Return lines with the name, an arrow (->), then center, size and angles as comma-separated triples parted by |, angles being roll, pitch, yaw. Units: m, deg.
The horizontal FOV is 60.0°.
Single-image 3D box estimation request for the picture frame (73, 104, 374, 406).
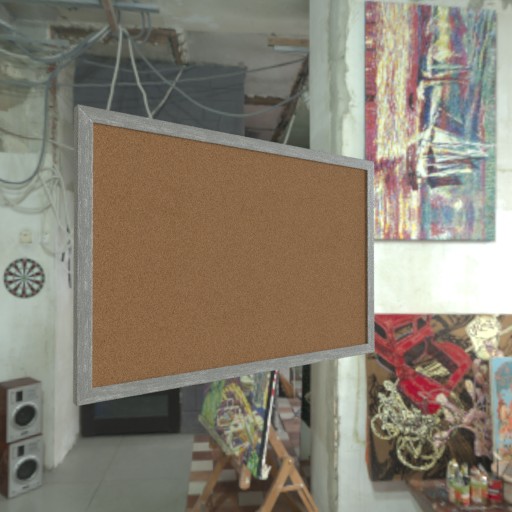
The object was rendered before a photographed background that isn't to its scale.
picture frame -> 0.000, 0.000, 1.226 | 0.950, 0.640, 0.029 | 0, -1, -35
